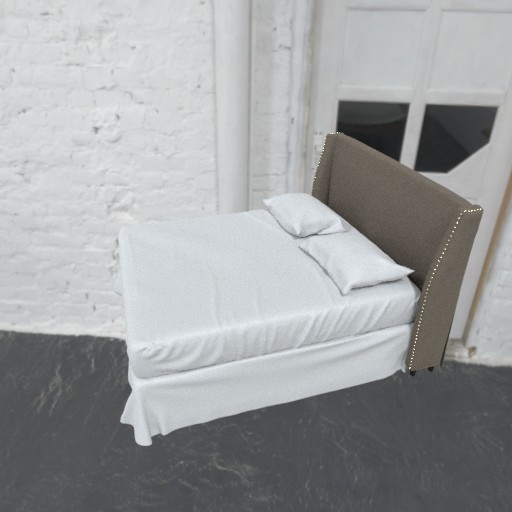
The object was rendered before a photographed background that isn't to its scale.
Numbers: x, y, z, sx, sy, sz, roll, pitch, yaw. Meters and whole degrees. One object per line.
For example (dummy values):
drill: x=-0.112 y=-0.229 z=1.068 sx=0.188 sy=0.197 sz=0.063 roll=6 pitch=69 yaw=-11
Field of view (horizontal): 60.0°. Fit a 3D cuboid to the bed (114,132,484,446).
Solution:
bed: x=0.000 y=0.000 z=3.434 sx=2.276 sy=1.332 sz=1.925 roll=-9 pitch=31 yaw=-15
